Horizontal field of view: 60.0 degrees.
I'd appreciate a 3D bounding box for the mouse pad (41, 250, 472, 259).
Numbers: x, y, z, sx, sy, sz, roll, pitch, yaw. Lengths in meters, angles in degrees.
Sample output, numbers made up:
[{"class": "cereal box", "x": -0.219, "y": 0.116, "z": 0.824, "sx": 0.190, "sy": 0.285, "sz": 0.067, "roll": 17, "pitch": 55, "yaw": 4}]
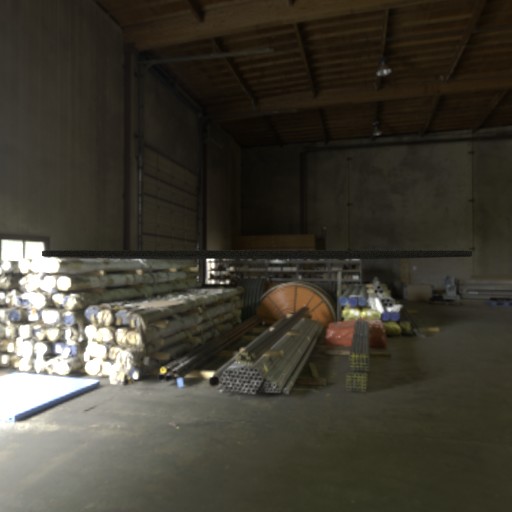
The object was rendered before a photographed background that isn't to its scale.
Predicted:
[{"class": "mouse pad", "x": 0.000, "y": 0.000, "z": 0.322, "sx": 0.229, "sy": 0.003, "sz": 0.203, "roll": 0, "pitch": -1, "yaw": -1}]
